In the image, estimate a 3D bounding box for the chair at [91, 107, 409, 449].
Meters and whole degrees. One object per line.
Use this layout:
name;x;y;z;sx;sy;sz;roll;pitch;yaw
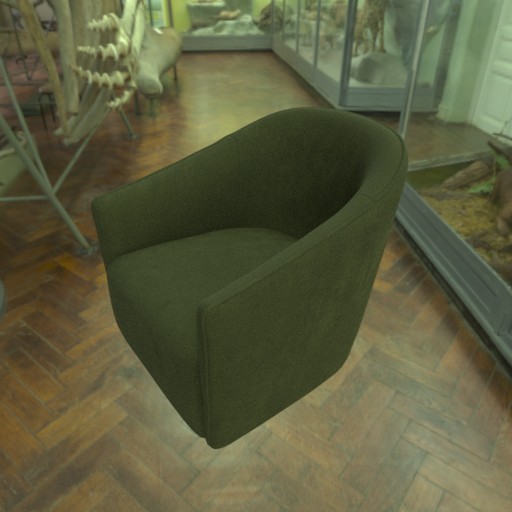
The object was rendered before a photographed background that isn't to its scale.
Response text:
chair;0.000;0.000;1.467;0.875;0.799;0.747;-22;38;-30
